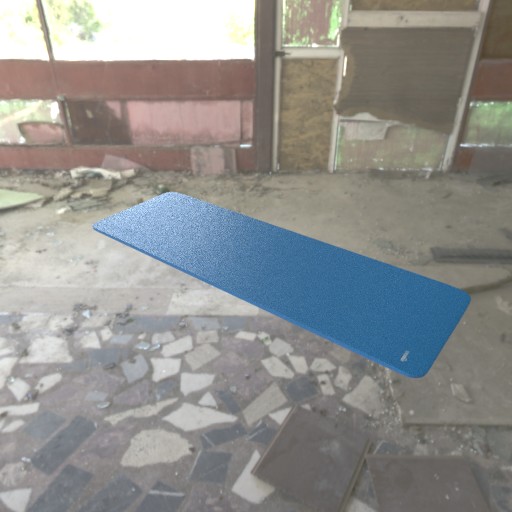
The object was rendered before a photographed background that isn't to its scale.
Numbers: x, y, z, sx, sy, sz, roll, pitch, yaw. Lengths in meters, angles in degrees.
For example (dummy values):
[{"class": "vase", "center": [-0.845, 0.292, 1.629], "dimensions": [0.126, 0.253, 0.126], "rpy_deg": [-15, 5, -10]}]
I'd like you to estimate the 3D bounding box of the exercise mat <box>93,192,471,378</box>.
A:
[{"class": "exercise mat", "center": [0.000, 0.000, 2.163], "dimensions": [1.869, 0.021, 0.616], "rpy_deg": [22, 37, 32]}]
